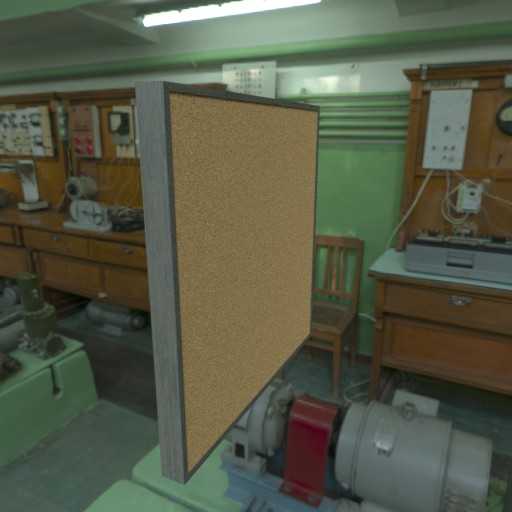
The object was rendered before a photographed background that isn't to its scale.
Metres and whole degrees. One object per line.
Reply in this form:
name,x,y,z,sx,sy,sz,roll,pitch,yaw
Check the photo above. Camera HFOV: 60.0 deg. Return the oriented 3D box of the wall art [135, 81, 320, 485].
wall art,0.000,0.000,0.753,0.037,0.507,0.507,8,17,25
